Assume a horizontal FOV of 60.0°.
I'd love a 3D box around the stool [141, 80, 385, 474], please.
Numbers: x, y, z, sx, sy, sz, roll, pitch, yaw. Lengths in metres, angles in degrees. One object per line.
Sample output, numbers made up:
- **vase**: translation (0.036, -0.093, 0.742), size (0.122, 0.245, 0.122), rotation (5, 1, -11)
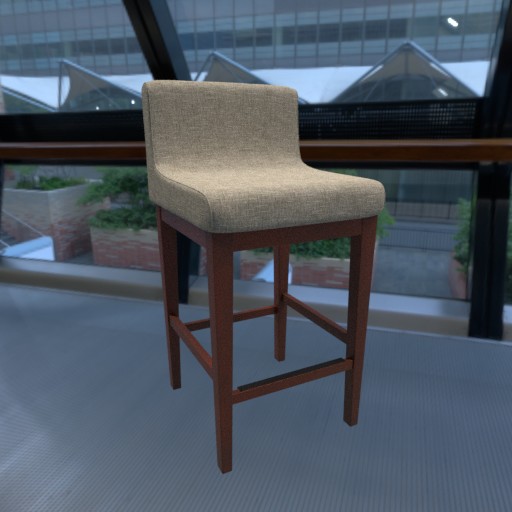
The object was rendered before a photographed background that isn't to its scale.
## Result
- **stool**: translation (0.000, 0.000, 1.102), size (0.417, 0.835, 0.459), rotation (-8, 18, -26)
